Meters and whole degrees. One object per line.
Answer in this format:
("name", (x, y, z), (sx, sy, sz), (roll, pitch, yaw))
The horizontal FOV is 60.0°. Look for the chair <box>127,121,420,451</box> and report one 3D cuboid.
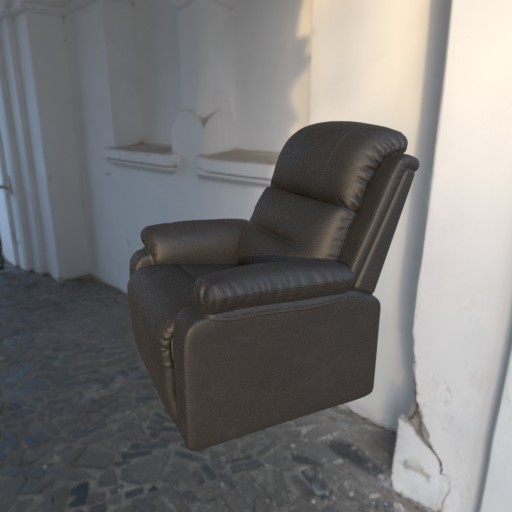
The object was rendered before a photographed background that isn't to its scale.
("chair", (0.000, 0.000, 1.701), (0.919, 0.992, 0.855), (-8, 19, -25))
